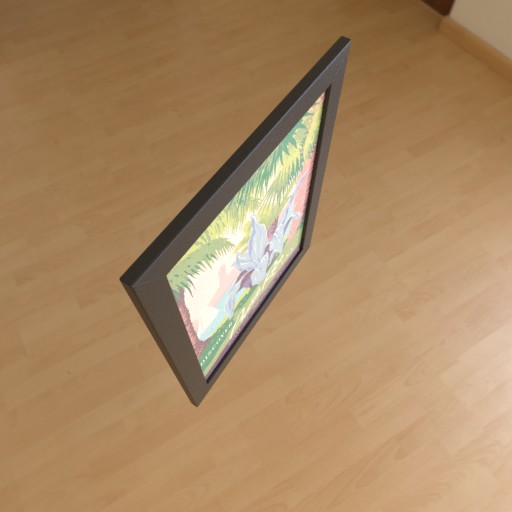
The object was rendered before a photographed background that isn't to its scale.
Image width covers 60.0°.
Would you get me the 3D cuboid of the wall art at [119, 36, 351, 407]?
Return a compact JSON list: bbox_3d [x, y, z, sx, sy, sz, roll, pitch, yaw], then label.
[{"bbox_3d":[0.000,0.000,0.798,0.018,0.582,0.481,30,64,16],"label":"wall art"}]
